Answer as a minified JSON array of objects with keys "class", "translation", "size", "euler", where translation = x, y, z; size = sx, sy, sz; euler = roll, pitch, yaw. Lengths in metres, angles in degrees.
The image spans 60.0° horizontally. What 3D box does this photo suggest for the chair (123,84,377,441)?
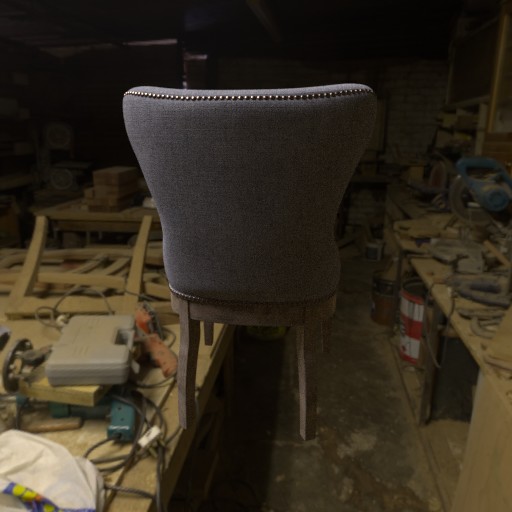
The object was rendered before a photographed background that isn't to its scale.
[{"class":"chair","translation":[0.000,0.000,1.435],"size":[0.654,1.002,0.681],"euler":[2,17,8]}]
